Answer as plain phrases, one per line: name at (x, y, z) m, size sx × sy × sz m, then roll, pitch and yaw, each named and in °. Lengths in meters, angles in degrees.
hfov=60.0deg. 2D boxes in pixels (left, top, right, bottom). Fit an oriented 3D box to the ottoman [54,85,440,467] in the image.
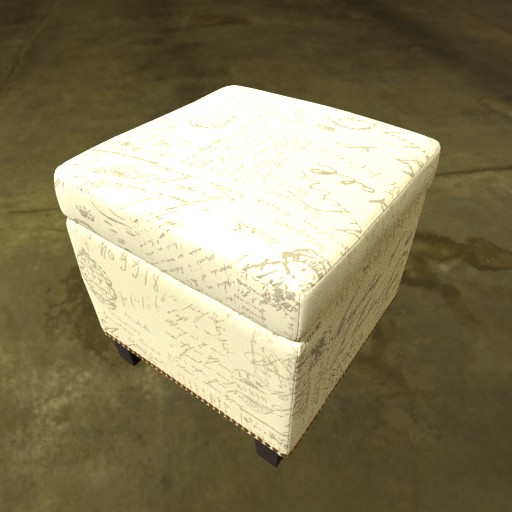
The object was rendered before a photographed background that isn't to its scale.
ottoman at (0.000, 0.000, 0.816) m, size 0.449 × 0.457 × 0.450 m, roll 25°, pitch 47°, yaw 26°
